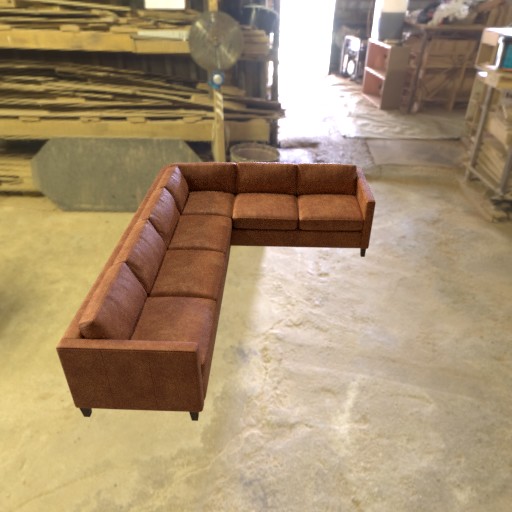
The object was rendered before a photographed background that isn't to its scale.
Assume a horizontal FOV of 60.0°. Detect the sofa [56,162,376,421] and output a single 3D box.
[{"bbox_3d":[0.000,0.000,4.220,2.438,0.838,3.167,1,33,2],"label":"sofa"}]
